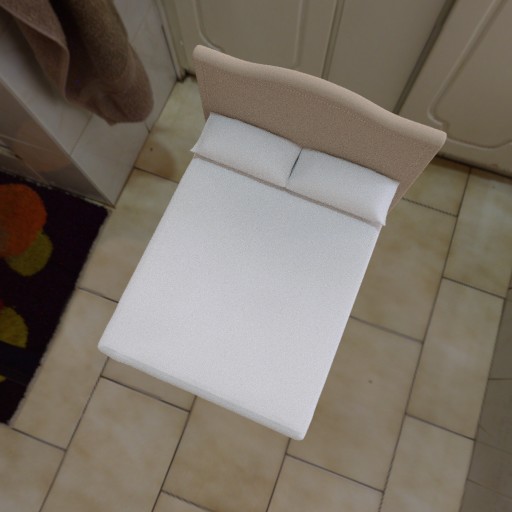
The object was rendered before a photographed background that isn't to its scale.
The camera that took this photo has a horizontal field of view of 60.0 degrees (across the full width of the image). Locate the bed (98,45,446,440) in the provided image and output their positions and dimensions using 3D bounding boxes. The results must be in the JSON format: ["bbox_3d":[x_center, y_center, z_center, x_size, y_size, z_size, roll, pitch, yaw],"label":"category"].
[{"bbox_3d":[0.000,0.000,3.098,1.678,1.398,2.052,22,76,6],"label":"bed"}]
